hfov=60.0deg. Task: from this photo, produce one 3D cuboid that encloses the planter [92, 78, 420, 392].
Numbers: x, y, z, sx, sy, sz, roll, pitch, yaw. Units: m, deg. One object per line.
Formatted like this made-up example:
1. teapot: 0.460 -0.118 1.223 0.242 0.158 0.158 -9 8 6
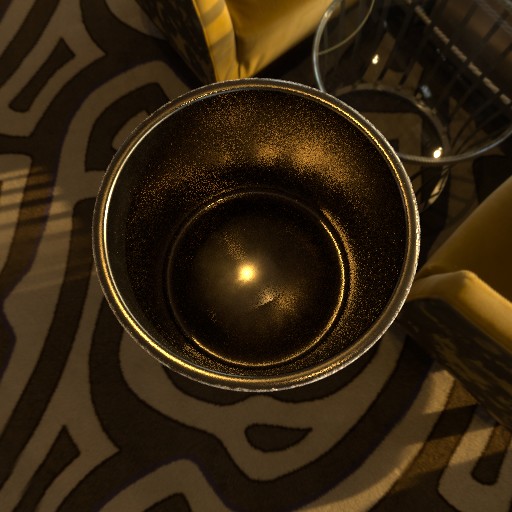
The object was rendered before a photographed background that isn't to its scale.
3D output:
1. planter: 0.000 0.000 0.311 0.178 0.157 0.178 0 76 0
